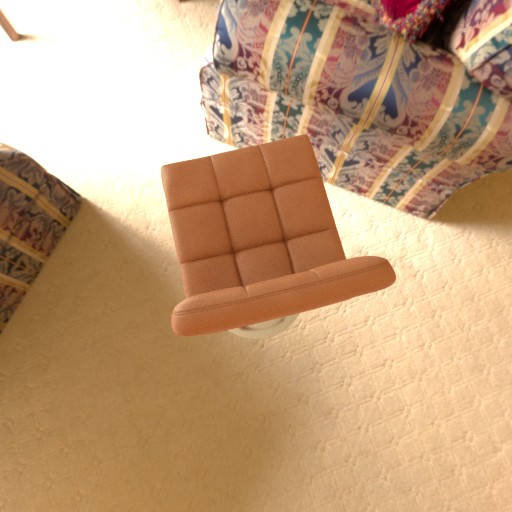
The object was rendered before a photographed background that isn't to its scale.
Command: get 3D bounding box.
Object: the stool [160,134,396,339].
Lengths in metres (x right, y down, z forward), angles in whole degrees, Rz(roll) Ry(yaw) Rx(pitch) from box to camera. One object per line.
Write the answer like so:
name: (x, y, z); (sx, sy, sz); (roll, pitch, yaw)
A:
stool: (0.000, 0.000, 1.364); (0.430, 1.115, 0.505); (-13, 76, -3)
